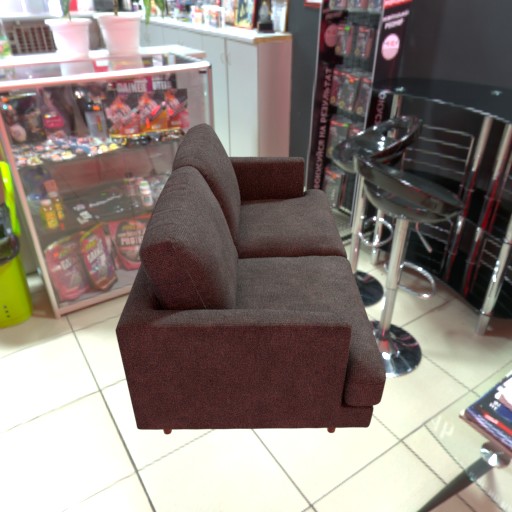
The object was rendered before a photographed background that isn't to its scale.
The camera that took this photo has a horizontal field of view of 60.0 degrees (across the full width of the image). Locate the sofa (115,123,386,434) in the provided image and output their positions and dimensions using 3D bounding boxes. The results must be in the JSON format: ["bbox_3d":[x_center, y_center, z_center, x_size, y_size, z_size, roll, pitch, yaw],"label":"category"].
[{"bbox_3d":[0.000,0.000,2.153,0.903,0.956,1.582,0,32,0],"label":"sofa"}]
